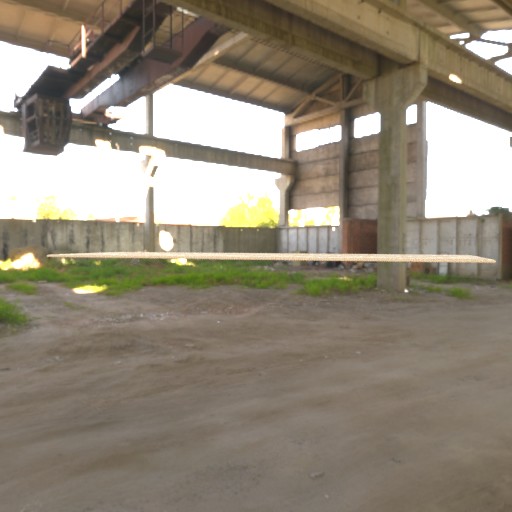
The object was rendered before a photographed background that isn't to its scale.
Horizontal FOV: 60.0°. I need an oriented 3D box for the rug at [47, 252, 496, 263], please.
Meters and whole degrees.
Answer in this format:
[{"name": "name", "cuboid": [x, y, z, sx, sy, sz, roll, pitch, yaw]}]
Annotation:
[{"name": "rug", "cuboid": [0.000, 0.000, 2.477, 2.276, 0.014, 0.678, 1, 2, 18]}]
